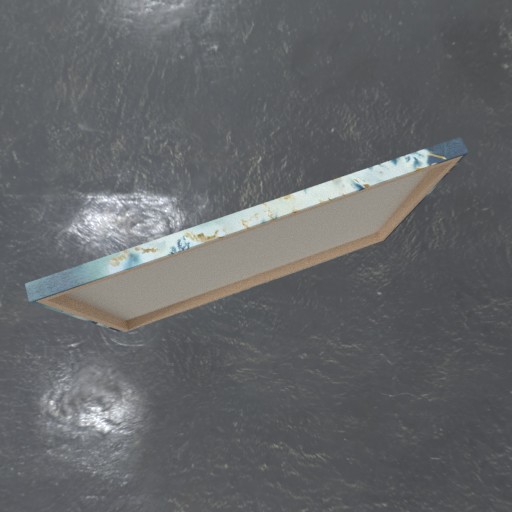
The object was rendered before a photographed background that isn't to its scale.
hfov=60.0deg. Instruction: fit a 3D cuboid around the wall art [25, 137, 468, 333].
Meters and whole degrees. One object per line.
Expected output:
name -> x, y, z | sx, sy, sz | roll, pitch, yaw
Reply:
wall art -> 0.000, 0.000, 1.164 | 0.912, 0.608, 0.038 | -19, 76, -5
